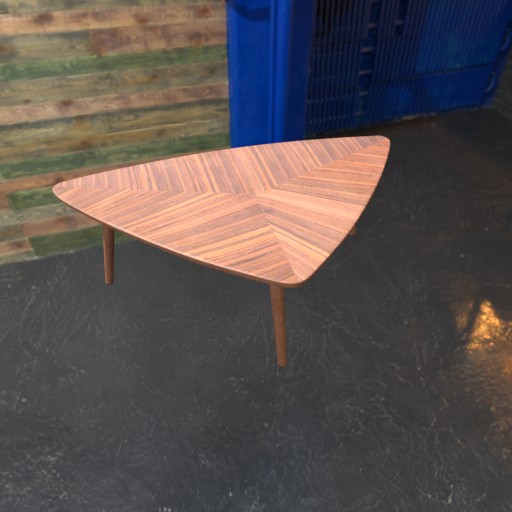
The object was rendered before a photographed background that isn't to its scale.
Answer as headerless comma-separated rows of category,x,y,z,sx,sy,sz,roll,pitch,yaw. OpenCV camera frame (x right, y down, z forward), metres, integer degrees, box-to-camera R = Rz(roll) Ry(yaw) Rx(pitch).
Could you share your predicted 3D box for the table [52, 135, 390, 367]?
table,0.000,0.000,1.259,1.008,0.365,0.601,-11,43,-12
